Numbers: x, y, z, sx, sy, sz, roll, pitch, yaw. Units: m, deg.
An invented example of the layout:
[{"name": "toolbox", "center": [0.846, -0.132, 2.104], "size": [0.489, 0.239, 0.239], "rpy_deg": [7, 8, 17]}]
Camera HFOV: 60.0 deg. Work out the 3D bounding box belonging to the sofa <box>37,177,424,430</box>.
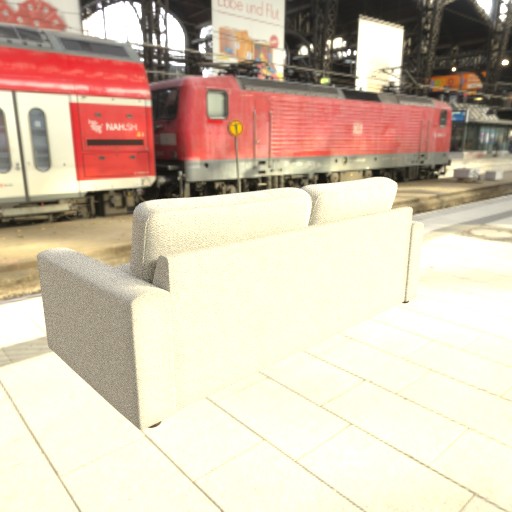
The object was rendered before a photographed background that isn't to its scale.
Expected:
[{"name": "sofa", "center": [0.000, 0.000, 2.655], "size": [2.179, 0.873, 1.016], "rpy_deg": [-14, 20, -42]}]
